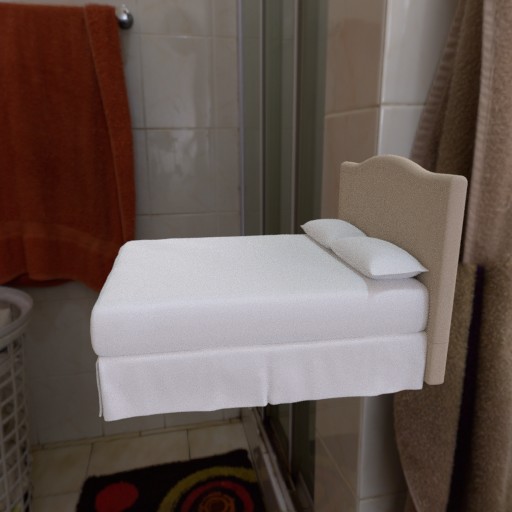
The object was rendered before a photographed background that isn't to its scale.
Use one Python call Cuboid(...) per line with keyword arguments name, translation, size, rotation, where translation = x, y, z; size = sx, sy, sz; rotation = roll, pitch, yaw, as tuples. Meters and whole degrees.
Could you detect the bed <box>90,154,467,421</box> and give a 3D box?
Cuboid(name="bed", translation=(0.000, 0.000, 3.156), size=(2.052, 1.398, 1.678), rotation=(-3, 15, -10))
